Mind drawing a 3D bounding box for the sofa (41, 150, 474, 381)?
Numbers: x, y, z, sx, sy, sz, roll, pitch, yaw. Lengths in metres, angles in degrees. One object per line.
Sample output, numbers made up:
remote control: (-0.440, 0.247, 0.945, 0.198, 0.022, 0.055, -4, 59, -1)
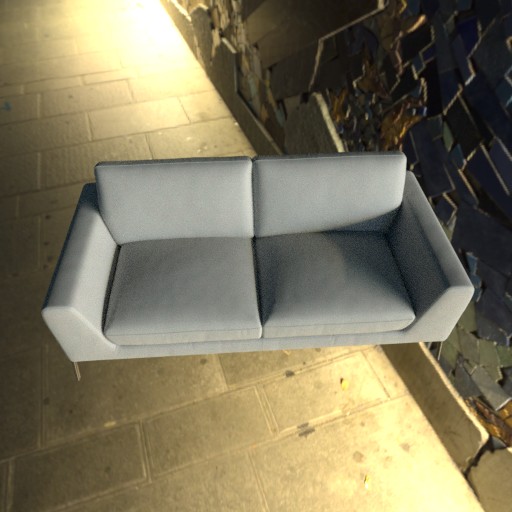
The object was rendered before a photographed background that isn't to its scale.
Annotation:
sofa: (0.000, 0.000, 2.462, 2.017, 0.875, 0.953, -3, 46, -3)
